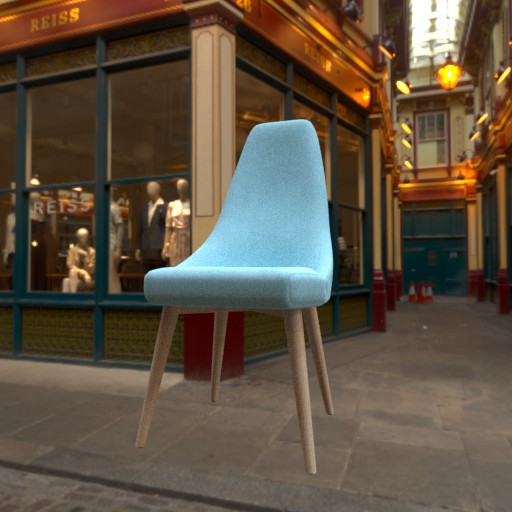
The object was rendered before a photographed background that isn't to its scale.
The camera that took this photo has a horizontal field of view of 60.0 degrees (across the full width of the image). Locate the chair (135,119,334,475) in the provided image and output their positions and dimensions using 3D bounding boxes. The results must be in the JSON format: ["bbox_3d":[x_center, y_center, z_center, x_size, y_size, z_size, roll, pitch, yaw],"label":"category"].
[{"bbox_3d":[0.000,0.000,1.397,0.510,1.040,0.660,0,-1,19],"label":"chair"}]
